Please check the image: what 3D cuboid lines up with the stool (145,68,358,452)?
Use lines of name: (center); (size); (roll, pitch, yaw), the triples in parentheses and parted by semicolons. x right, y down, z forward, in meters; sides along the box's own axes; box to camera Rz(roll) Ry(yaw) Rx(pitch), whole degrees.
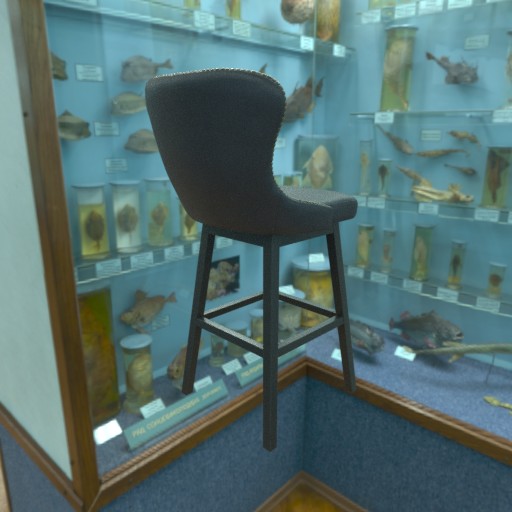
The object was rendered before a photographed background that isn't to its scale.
stool: (0.000, 0.000, 1.424); (0.528, 1.050, 0.601); (15, 22, 43)
